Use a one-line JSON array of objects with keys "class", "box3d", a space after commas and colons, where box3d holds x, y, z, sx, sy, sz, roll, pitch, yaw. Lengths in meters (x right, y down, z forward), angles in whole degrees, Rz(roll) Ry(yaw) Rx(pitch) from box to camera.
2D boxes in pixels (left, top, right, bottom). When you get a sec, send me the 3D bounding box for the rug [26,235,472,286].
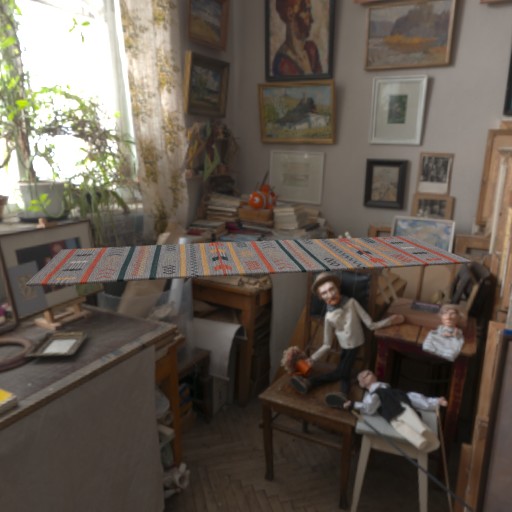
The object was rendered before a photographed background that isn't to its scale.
[{"class": "rug", "box3d": [0.000, 0.000, 2.713, 2.419, 0.022, 0.744, -3, 15, -10]}]
